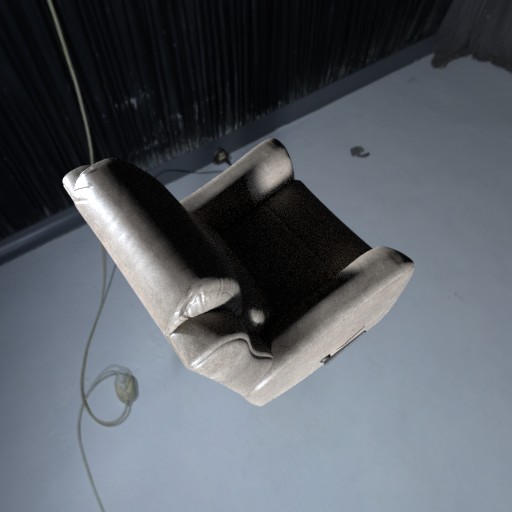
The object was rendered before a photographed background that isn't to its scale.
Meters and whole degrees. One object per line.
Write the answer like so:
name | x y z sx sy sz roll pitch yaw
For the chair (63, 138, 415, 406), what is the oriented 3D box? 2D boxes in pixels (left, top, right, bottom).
chair | 0.000 0.000 1.886 1.068 1.116 0.967 -32 62 -19
